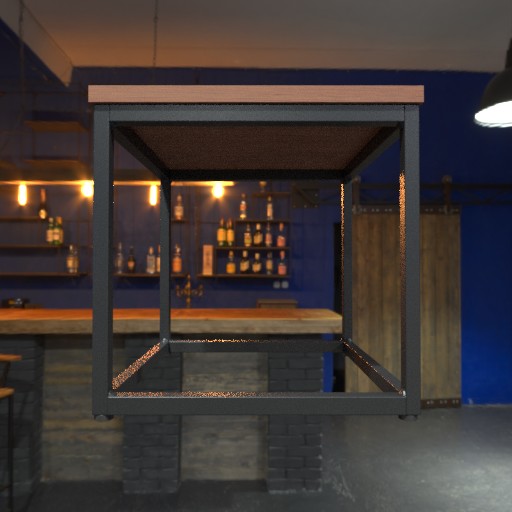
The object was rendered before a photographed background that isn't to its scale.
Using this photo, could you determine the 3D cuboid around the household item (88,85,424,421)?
[{"bbox_3d":[0.000,0.000,0.725,0.400,0.400,0.400,0,-1,0],"label":"household item"}]
